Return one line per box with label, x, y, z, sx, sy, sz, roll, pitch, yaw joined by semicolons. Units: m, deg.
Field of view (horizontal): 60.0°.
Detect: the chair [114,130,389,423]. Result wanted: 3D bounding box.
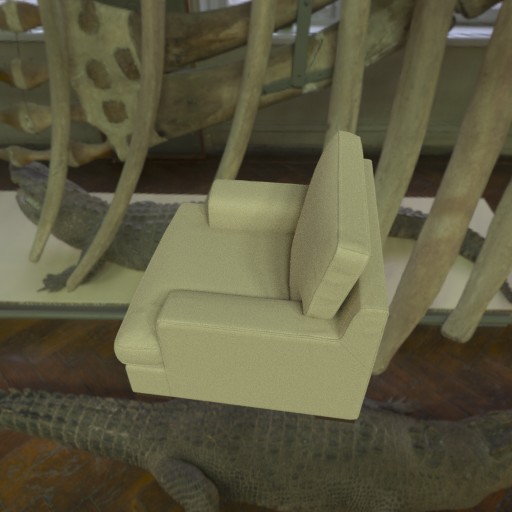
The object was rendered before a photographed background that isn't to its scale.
chair;0.000;0.000;2.274;1.274;1.005;1.293;0;40;0
